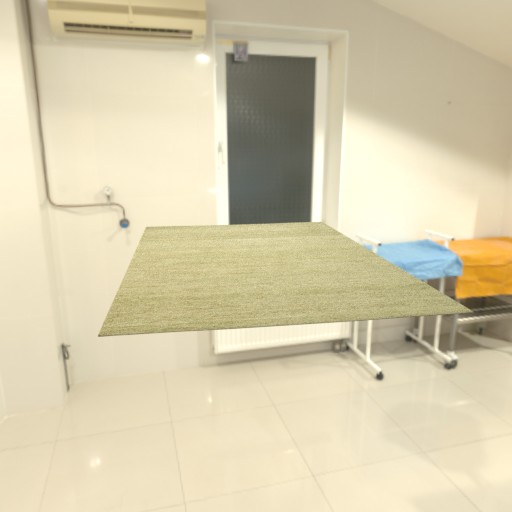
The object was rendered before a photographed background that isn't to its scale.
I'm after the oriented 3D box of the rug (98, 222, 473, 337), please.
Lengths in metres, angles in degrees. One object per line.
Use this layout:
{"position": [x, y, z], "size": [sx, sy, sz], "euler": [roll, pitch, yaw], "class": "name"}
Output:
{"position": [0.000, 0.000, 2.933], "size": [1.606, 0.017, 2.270], "euler": [-2, 15, -9], "class": "rug"}
